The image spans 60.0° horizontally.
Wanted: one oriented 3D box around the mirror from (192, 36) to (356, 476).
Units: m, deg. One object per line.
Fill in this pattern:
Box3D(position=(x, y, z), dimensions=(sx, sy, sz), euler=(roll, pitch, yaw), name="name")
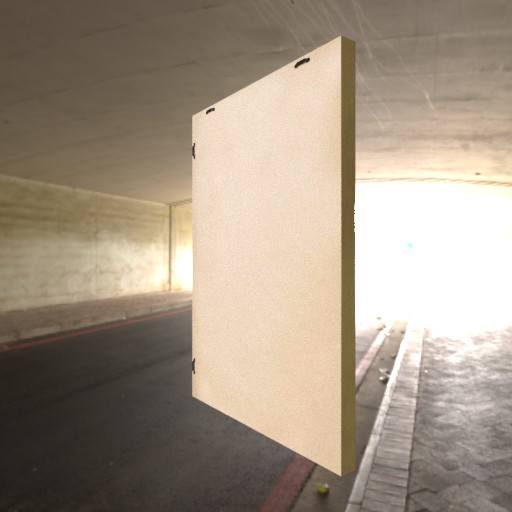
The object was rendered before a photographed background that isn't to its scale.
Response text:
Box3D(position=(0.000, 0.000, 0.927), dimensions=(0.040, 0.710, 0.507), euler=(0, 0, -36), name="mirror")
